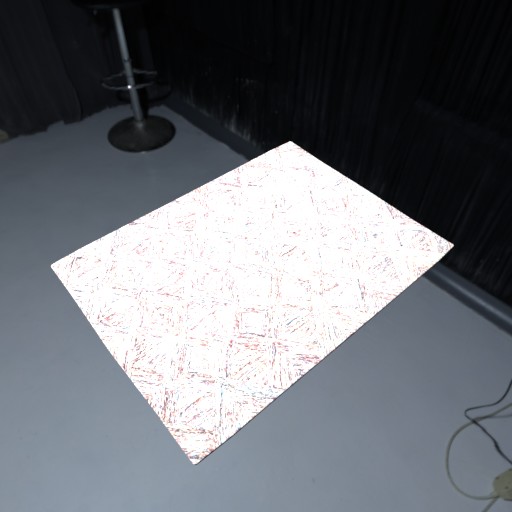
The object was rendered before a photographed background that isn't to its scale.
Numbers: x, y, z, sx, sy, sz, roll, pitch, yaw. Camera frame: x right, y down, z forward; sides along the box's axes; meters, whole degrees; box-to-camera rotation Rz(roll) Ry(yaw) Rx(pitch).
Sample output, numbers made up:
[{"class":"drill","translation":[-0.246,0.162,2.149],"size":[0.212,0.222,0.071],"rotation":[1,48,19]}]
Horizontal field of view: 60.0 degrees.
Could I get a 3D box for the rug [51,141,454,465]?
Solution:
[{"class":"rug","translation":[0.000,0.000,4.384],"size":[3.226,0.024,2.436],"rotation":[-33,56,-26]}]
